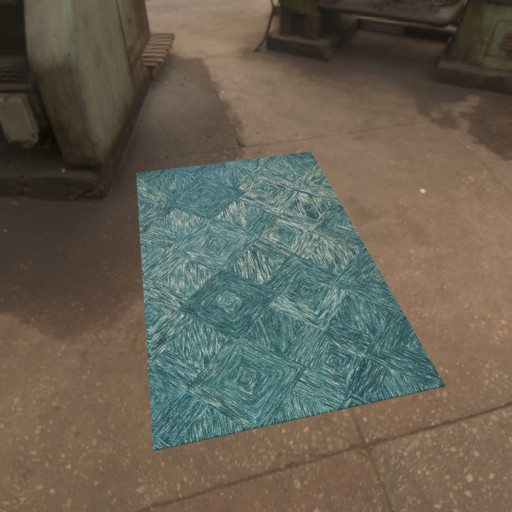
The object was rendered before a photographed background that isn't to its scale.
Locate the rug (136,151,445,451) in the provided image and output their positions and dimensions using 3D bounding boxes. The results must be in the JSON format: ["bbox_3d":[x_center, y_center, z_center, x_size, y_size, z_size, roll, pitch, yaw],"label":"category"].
[{"bbox_3d":[0.000,0.000,2.951,1.490,0.015,2.277,-9,46,-9],"label":"rug"}]
